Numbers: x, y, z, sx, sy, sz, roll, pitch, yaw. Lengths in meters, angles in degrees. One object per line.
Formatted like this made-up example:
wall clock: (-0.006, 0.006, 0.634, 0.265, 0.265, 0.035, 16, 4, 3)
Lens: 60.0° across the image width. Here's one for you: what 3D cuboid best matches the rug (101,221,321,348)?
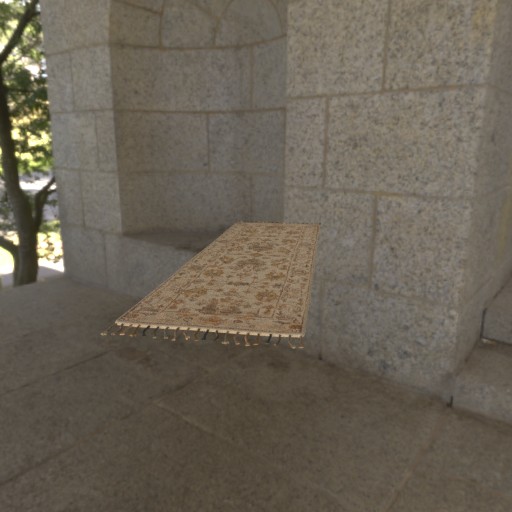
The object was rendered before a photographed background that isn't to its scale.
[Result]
rug: (0.000, 0.000, 2.689, 0.729, 0.021, 2.438, 2, 14, 9)
